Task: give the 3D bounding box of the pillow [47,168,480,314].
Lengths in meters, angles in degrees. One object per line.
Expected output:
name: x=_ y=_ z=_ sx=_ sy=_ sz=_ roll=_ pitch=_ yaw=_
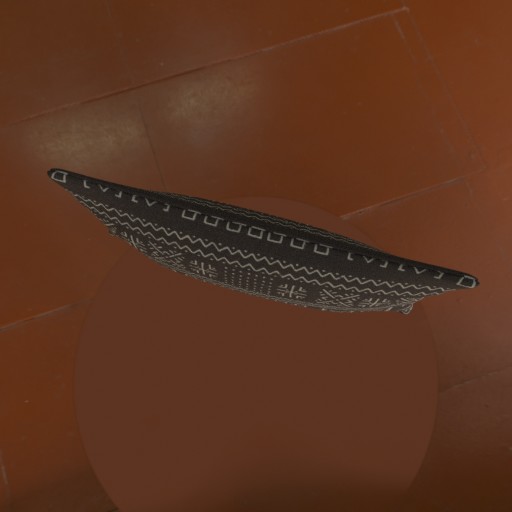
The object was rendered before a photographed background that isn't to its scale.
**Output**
pillow: x=0.000 y=0.000 z=0.796 sx=0.667 sy=0.322 sz=0.135 roll=15 pitch=76 yaw=4
